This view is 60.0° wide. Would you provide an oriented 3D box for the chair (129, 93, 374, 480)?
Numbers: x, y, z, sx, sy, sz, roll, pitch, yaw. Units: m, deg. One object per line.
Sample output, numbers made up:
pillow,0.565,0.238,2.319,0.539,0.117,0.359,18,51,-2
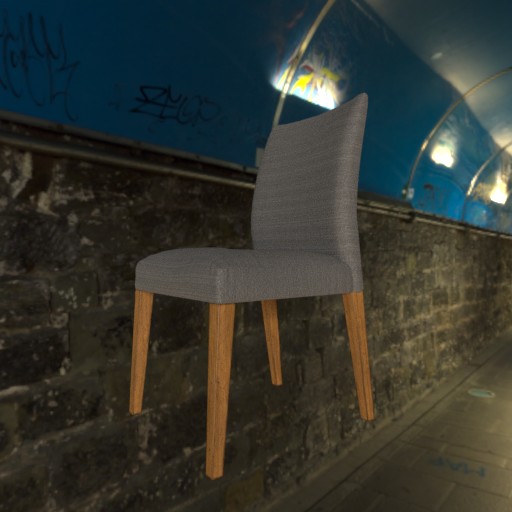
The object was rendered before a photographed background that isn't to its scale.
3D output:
chair,0.000,0.000,1.303,0.585,0.940,0.496,0,0,-36
